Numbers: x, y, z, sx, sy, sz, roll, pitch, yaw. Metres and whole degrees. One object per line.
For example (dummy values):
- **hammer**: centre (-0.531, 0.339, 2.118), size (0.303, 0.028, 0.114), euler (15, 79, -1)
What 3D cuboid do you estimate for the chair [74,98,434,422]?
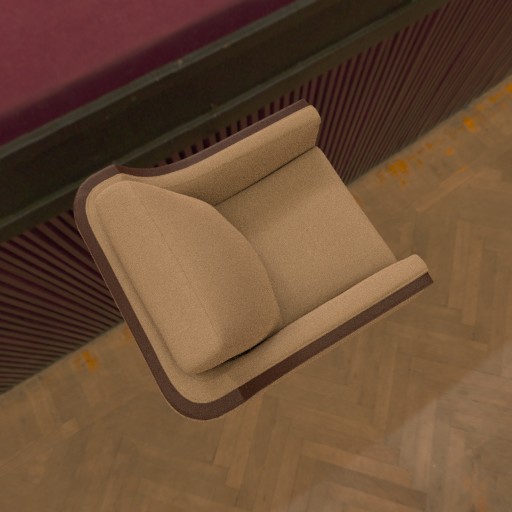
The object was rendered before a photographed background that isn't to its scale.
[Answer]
- **chair**: centre (0.000, 0.000, 1.656), size (0.950, 0.930, 0.870), euler (-30, 77, -8)
